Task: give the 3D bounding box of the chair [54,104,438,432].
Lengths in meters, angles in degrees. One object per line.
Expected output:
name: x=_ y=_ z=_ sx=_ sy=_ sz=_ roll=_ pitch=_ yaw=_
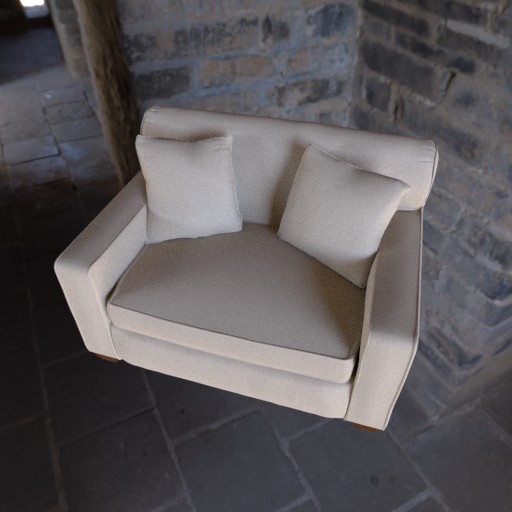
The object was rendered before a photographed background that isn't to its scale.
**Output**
chair: x=0.000 y=0.000 z=2.004 sx=1.383 sy=0.948 sz=1.000 roll=11 pitch=43 yaw=12
